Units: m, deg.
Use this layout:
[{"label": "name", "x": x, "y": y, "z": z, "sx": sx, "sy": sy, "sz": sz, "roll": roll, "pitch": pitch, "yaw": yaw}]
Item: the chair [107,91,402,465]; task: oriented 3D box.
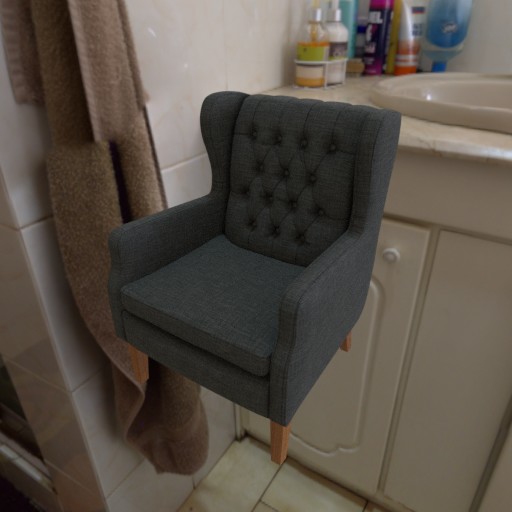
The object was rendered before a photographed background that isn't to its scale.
[{"label": "chair", "x": 0.000, "y": 0.000, "z": 1.509, "sx": 0.711, "sy": 0.953, "sz": 0.775, "roll": 18, "pitch": 34, "yaw": 29}]
